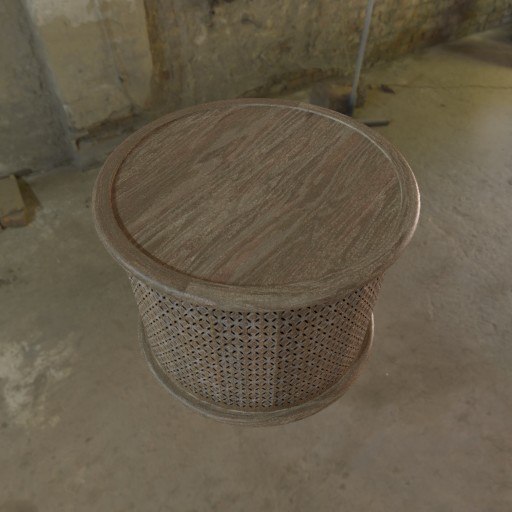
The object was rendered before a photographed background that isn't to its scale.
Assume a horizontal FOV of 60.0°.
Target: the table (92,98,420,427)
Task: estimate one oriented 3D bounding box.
[{"bbox_3d":[0.000,0.000,1.001,0.607,0.450,0.607,0,47,0],"label":"table"}]
